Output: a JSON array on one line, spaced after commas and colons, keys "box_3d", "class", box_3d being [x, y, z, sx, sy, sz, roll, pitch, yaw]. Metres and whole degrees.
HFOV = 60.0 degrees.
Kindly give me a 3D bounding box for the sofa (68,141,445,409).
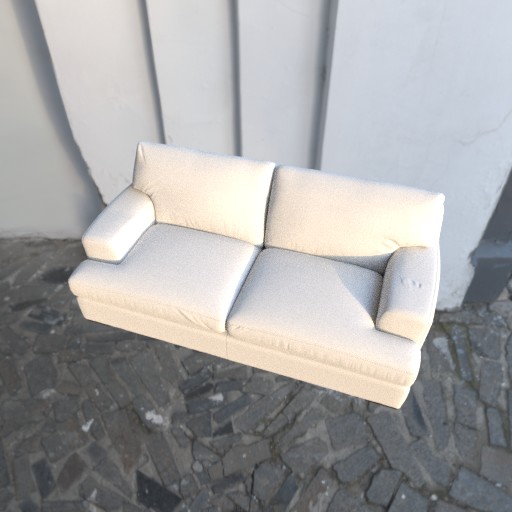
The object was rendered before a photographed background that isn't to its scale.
[{"box_3d": [0.000, 0.000, 2.912, 2.261, 0.940, 1.143, 13, 43, 14], "class": "sofa"}]
